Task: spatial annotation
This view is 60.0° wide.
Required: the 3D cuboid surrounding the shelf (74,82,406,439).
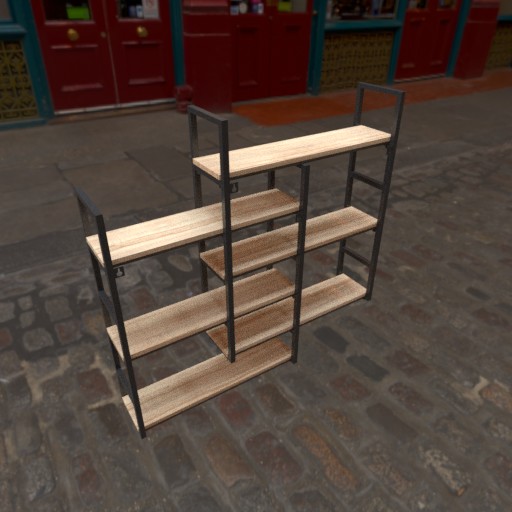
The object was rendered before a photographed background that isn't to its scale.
[{"bbox_3d":[0.000,0.000,1.396,0.946,0.921,0.183,-19,36,-28],"label":"shelf"}]
